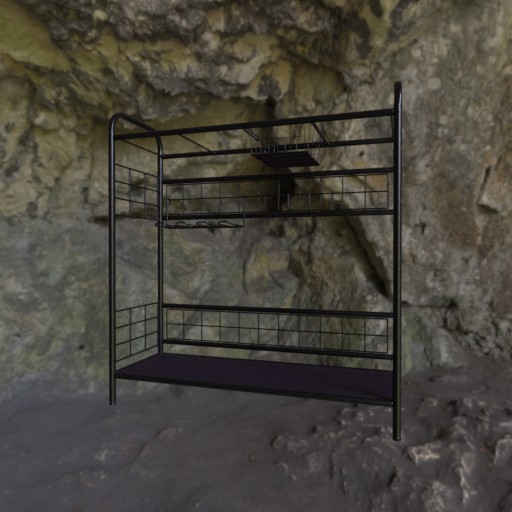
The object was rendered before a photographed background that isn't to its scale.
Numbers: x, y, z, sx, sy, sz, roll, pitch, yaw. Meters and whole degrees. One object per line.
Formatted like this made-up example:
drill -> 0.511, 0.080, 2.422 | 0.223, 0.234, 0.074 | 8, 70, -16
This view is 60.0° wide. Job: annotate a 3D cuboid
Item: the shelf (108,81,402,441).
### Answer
shelf -> 0.000, 0.000, 1.539 | 0.961, 1.026, 0.350 | 0, 1, 18
